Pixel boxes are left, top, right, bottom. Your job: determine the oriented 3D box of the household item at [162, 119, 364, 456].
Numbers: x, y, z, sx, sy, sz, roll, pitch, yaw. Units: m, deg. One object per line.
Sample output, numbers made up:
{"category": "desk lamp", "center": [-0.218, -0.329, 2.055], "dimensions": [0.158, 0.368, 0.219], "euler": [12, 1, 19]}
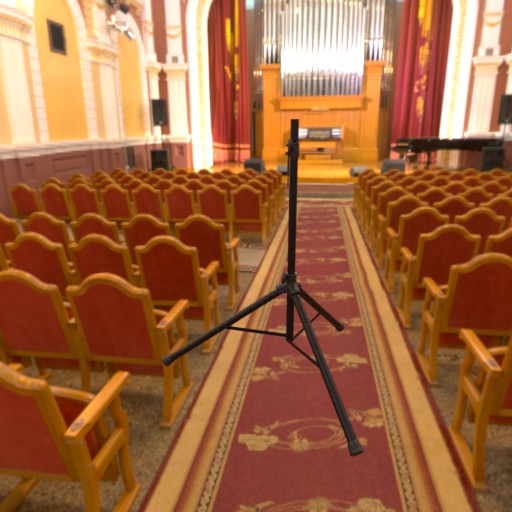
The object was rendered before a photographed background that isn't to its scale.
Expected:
{"category": "household item", "center": [0.000, 0.000, 1.923], "dimensions": [0.907, 1.136, 1.045], "euler": [2, 17, 8]}
